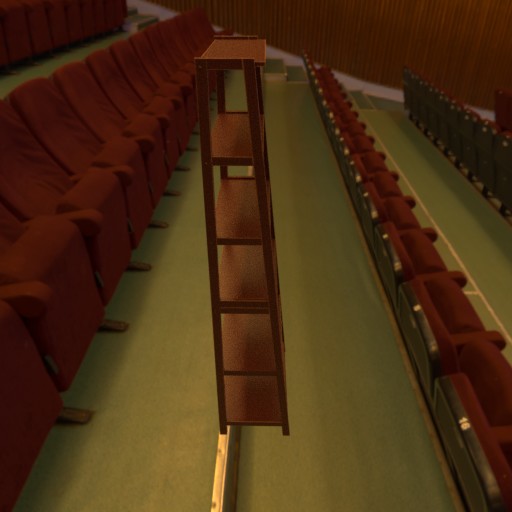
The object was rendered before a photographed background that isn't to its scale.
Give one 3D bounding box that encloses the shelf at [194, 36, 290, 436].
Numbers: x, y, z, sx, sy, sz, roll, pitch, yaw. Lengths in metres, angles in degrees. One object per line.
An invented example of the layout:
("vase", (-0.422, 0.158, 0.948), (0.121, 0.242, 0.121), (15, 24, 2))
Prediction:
("shelf", (0.000, 0.000, 2.189), (0.381, 1.892, 0.660), (1, 32, 1))
